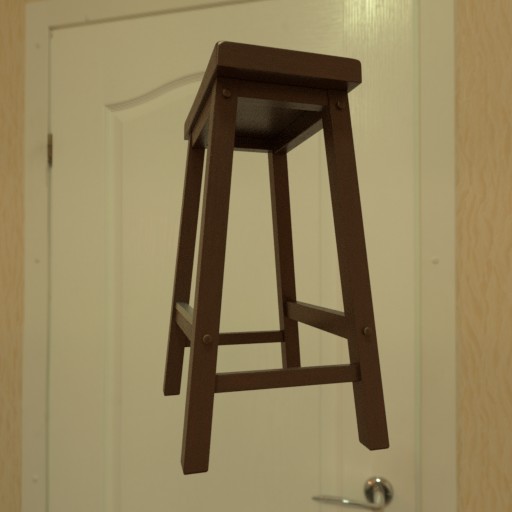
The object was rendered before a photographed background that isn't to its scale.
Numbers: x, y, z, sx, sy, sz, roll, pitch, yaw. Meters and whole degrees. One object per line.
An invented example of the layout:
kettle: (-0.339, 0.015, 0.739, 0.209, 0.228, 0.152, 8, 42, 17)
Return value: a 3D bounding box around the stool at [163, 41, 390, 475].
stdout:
stool: (0.000, 0.000, 0.851, 0.322, 0.610, 0.406, 0, -1, -16)
